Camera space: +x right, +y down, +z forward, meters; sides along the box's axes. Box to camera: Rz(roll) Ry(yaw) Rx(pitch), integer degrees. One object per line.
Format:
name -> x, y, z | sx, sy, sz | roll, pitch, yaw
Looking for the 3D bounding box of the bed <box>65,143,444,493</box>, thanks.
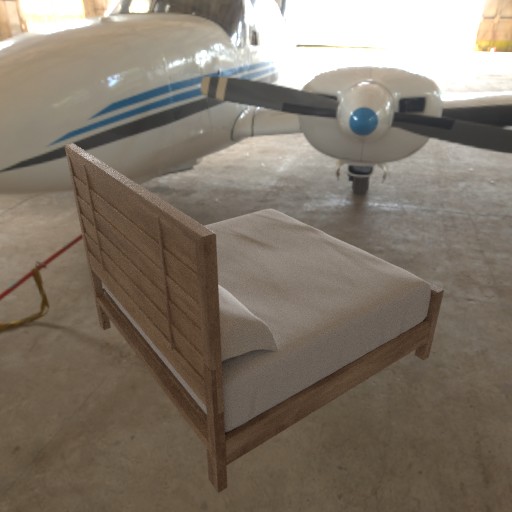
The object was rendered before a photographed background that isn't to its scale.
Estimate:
bed -> 0.000, 0.000, 3.448 | 2.032, 1.626, 2.032 | -18, 32, -32
